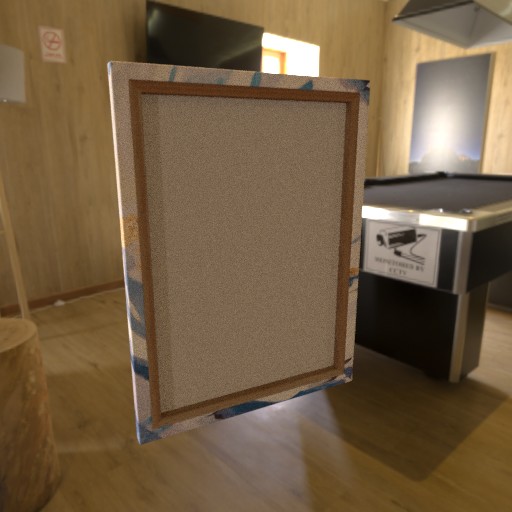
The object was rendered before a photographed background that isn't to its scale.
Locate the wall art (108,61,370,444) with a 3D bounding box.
[{"bbox_3d":[0.000,0.000,1.315,0.761,1.015,0.038,-7,17,-26],"label":"wall art"}]
